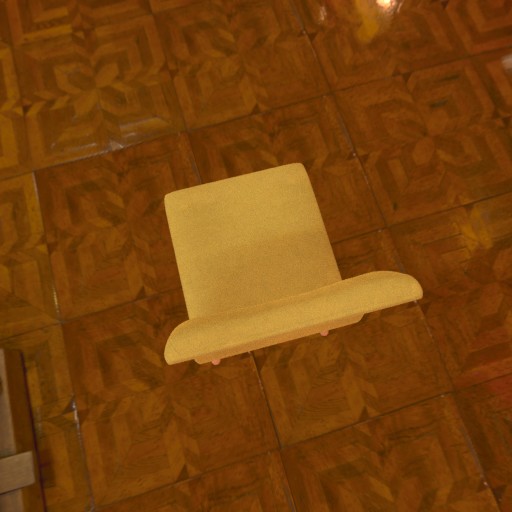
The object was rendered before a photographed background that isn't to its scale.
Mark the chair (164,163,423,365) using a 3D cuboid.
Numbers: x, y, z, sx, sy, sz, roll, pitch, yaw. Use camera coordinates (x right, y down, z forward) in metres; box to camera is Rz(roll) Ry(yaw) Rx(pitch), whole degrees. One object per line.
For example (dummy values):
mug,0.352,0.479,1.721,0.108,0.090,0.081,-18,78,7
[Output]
chair,0.000,0.000,1.248,0.450,0.965,0.550,-14,74,-4
